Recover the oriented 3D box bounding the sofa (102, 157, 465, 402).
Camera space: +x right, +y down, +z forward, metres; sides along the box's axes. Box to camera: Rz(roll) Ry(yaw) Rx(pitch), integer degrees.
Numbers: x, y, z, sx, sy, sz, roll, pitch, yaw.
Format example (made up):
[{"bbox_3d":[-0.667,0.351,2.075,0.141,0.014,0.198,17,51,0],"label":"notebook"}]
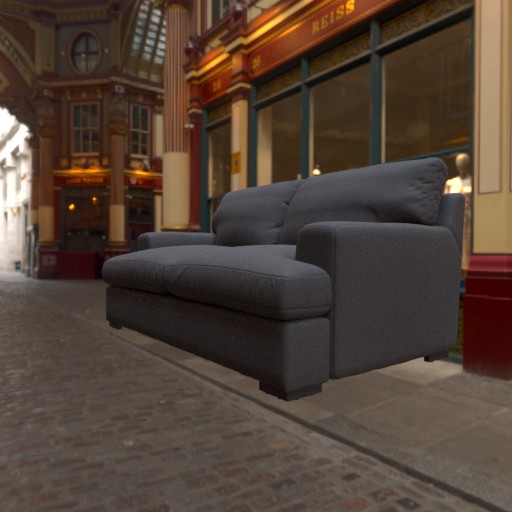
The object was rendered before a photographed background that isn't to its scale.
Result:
[{"bbox_3d":[0.000,0.000,2.477,1.143,0.940,1.880,-1,2,-37],"label":"sofa"}]
